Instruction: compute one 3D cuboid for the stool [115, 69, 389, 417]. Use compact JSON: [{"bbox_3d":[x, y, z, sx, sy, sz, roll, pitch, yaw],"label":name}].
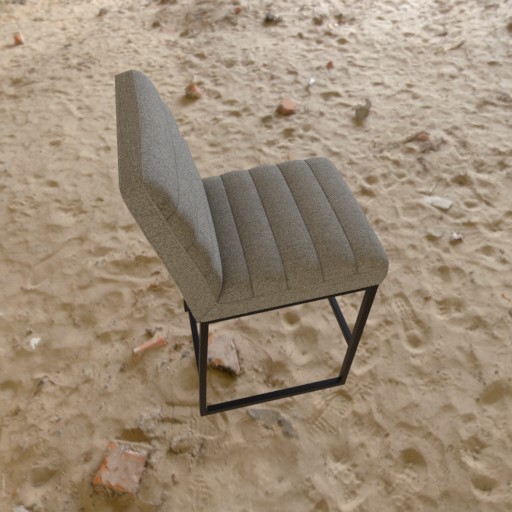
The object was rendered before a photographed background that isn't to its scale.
[{"bbox_3d":[0.000,0.000,1.245,0.560,0.940,0.460,-10,48,-9],"label":"stool"}]
